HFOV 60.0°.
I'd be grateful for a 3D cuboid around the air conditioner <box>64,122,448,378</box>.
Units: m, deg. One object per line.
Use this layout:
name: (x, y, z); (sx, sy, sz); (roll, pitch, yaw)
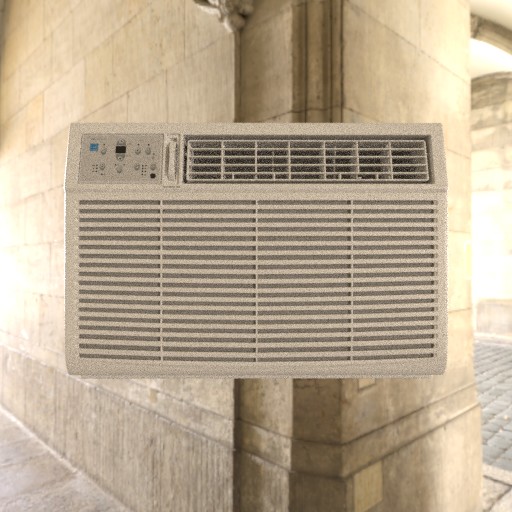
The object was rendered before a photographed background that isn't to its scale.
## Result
air conditioner: (0.000, 0.000, 1.036); (0.645, 0.455, 0.599); (0, -1, 0)
